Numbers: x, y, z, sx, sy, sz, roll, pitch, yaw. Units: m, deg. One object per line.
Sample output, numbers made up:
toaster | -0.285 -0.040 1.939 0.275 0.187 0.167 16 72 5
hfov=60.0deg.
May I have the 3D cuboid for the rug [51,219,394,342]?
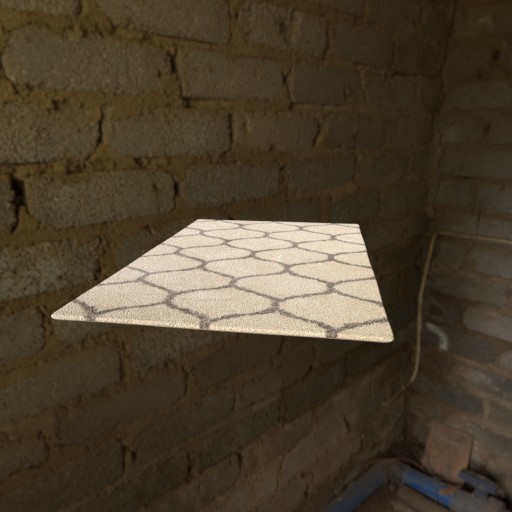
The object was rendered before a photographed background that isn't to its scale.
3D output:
rug | 0.000 0.000 2.993 1.501 0.024 2.348 2 16 9
